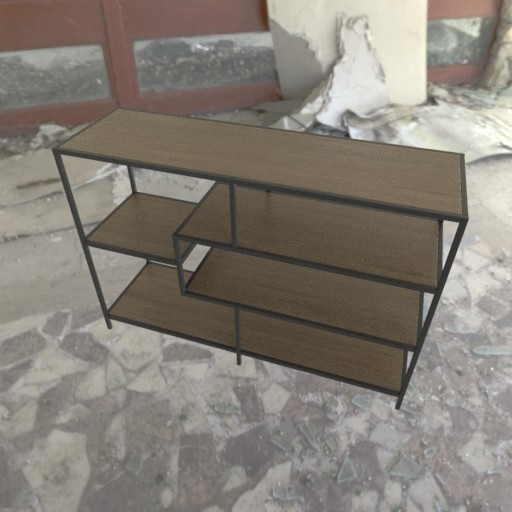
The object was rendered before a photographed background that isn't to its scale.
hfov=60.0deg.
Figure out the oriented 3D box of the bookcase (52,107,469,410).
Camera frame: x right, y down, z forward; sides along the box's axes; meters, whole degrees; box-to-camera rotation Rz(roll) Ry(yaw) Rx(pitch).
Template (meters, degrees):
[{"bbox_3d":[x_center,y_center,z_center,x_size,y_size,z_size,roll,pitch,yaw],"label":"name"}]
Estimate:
[{"bbox_3d":[0.000,0.000,1.523,1.140,0.780,0.350,12,41,14],"label":"bookcase"}]
